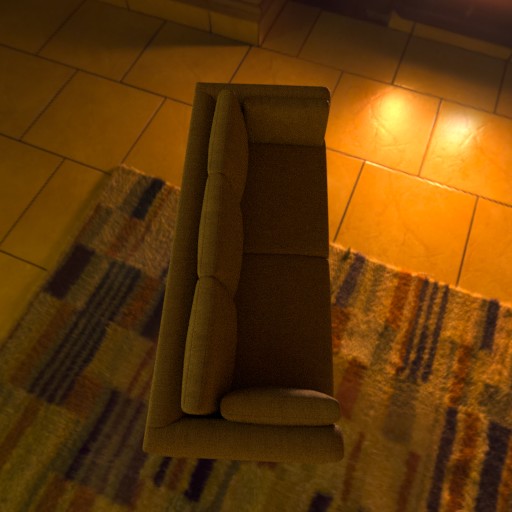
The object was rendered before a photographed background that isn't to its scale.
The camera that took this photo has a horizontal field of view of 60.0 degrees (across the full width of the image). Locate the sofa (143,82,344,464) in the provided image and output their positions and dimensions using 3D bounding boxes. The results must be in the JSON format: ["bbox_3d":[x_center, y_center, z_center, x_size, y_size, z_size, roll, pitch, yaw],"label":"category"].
[{"bbox_3d":[0.000,0.000,2.894,0.969,0.867,2.415,2,64,1],"label":"sofa"}]
